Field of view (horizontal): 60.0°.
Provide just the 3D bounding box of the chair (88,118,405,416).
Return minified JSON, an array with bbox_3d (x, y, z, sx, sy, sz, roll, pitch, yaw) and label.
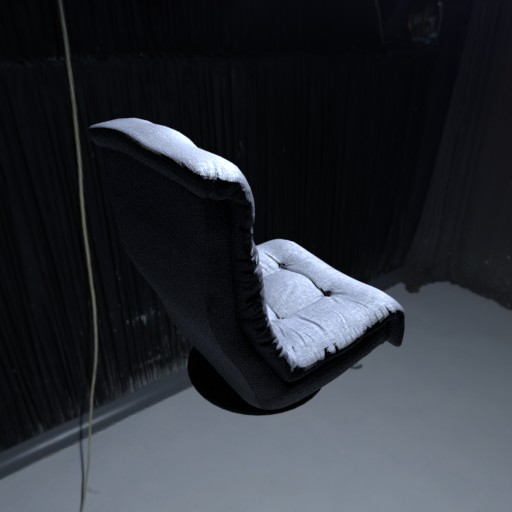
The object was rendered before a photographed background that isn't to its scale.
[{"bbox_3d":[0.000,0.000,1.210,0.668,0.749,0.597,-18,32,-31],"label":"chair"}]
